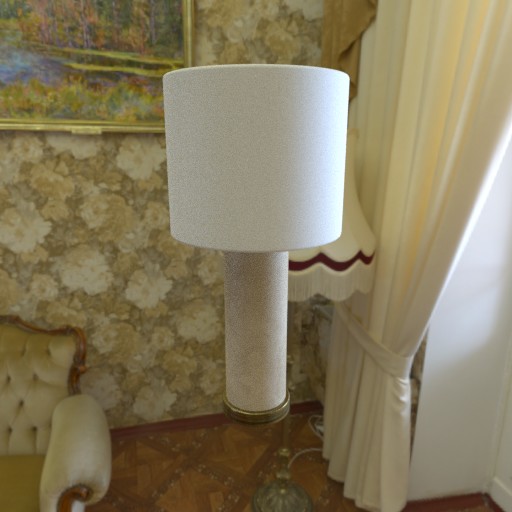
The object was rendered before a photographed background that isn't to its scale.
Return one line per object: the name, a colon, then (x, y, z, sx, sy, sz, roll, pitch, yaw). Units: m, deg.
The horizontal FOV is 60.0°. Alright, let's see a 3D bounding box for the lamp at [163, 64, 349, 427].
lamp: (0.000, 0.000, 0.819, 0.305, 0.634, 0.305, 8, 17, 27)
